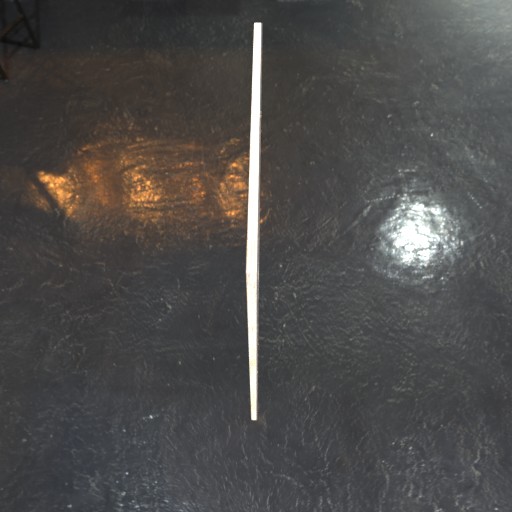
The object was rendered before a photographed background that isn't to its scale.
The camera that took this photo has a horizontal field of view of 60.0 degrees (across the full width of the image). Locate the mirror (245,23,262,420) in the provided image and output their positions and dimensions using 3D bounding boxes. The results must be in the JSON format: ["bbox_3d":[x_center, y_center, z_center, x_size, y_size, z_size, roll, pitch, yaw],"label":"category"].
[{"bbox_3d":[0.000,0.000,1.302,0.025,0.996,0.705,1,57,0],"label":"mirror"}]
